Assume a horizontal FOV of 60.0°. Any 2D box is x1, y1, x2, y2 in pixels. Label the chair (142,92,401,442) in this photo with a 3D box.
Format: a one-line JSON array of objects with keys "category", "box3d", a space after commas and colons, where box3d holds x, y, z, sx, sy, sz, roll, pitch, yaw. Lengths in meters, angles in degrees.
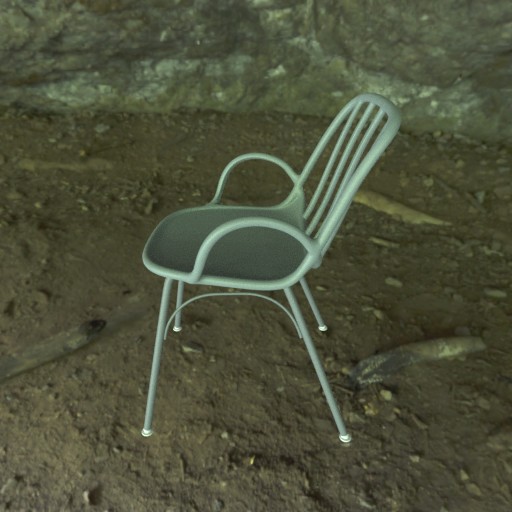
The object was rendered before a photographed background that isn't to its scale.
[{"category": "chair", "box3d": [0.000, 0.000, 1.193, 0.597, 0.816, 0.549, 0, 27, 1]}]
